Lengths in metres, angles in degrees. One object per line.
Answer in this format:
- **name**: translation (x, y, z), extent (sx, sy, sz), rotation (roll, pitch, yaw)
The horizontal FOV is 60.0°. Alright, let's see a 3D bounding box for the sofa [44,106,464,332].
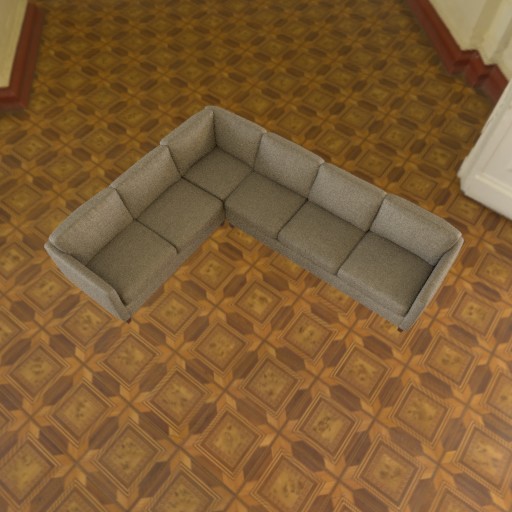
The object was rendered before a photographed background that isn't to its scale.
- **sofa**: translation (0.000, 0.000, 4.529), extent (3.302, 0.947, 2.593), rotation (32, 63, 19)
